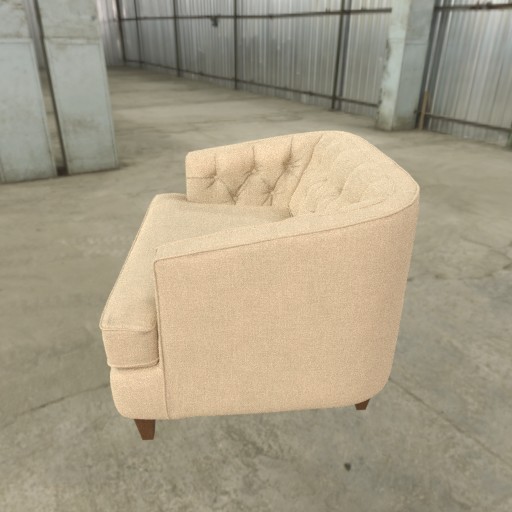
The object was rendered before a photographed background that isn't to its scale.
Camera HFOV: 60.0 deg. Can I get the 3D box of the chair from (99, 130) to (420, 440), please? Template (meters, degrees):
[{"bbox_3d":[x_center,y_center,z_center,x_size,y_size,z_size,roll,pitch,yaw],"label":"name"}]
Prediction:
[{"bbox_3d":[0.000,0.000,1.695,0.914,0.787,1.118,-1,27,-3],"label":"chair"}]
